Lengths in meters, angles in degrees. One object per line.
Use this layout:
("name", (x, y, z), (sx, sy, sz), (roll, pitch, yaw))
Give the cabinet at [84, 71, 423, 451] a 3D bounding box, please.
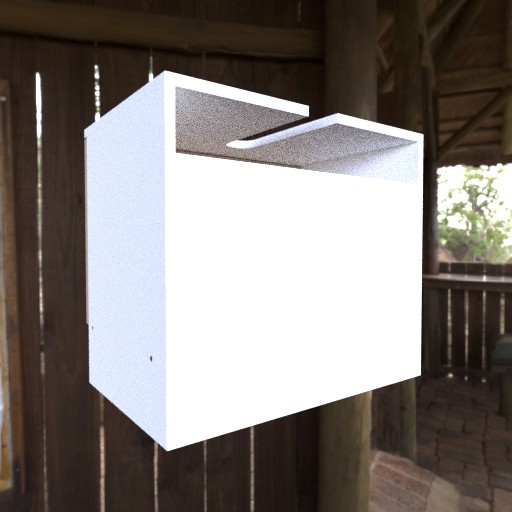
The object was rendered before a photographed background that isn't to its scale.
("cabinet", (0.000, 0.000, 0.946), (0.600, 0.522, 0.400), (-1, 2, -36))
